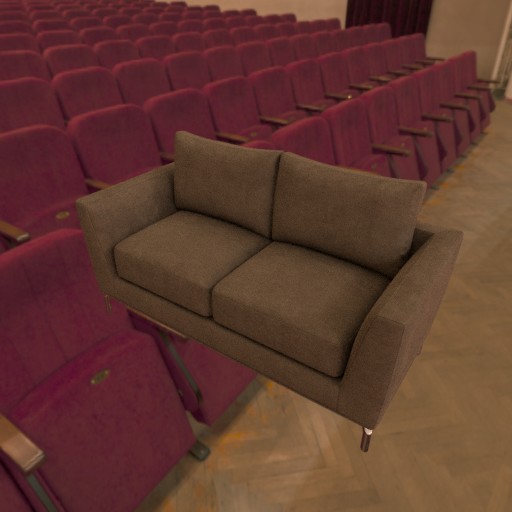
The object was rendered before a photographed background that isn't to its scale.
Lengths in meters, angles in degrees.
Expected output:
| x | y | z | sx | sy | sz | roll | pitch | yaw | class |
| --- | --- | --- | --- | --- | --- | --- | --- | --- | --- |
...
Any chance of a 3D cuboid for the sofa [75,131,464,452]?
| x | y | z | sx | sy | sz | roll | pitch | yaw | class |
| --- | --- | --- | --- | --- | --- | --- | --- | --- | --- |
| 0.000 | 0.000 | 2.362 | 1.832 | 1.013 | 0.855 | 20 | 36 | 29 | sofa |
